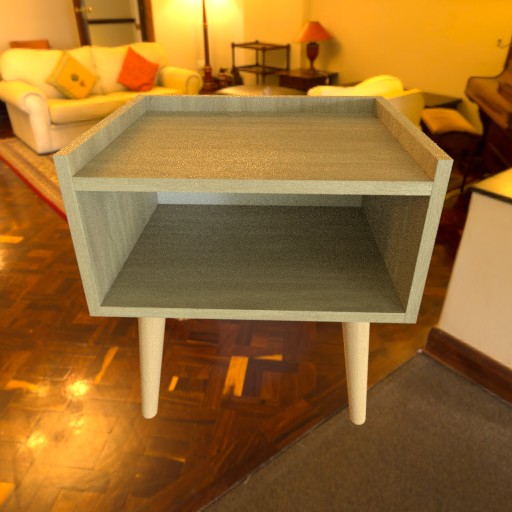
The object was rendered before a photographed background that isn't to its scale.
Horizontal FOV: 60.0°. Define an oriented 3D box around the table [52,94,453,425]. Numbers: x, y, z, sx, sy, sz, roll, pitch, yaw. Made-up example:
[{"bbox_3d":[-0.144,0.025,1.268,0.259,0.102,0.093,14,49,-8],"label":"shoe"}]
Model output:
[{"bbox_3d":[0.000,0.000,0.775,0.450,0.470,0.370,1,30,2],"label":"table"}]
